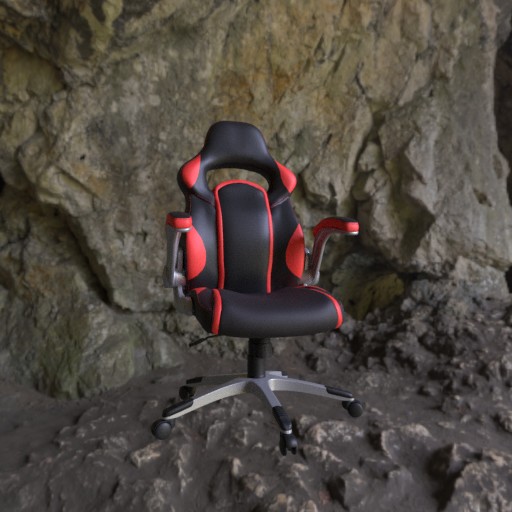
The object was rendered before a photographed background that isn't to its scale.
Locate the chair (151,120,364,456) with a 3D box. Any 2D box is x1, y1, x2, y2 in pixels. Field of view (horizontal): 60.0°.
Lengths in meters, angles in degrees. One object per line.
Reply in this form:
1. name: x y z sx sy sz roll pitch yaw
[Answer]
1. chair: 0.000 0.000 1.613 0.758 1.165 0.712 0 0 -17
